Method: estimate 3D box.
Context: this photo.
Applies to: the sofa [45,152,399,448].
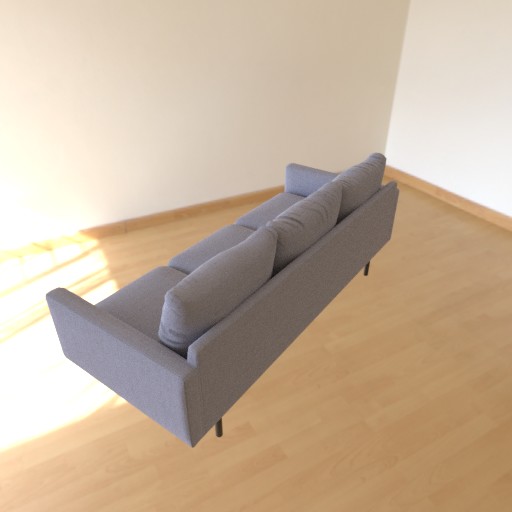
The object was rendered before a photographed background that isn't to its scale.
[{"bbox_3d":[0.000,0.000,2.460,0.850,0.830,2.000,21,38,30],"label":"sofa"}]
